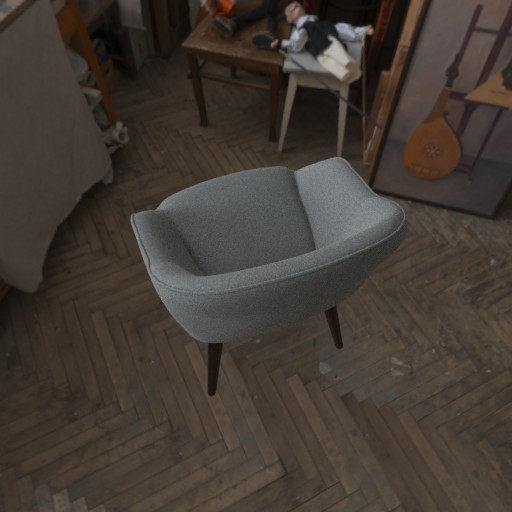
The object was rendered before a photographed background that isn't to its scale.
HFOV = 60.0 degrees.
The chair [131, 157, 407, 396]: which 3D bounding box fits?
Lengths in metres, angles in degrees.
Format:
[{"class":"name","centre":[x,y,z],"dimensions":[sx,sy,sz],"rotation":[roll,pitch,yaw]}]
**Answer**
[{"class":"chair","centre":[0.000,0.000,1.251],"dimensions":[0.589,0.810,0.611],"rotation":[-18,60,-11]}]
